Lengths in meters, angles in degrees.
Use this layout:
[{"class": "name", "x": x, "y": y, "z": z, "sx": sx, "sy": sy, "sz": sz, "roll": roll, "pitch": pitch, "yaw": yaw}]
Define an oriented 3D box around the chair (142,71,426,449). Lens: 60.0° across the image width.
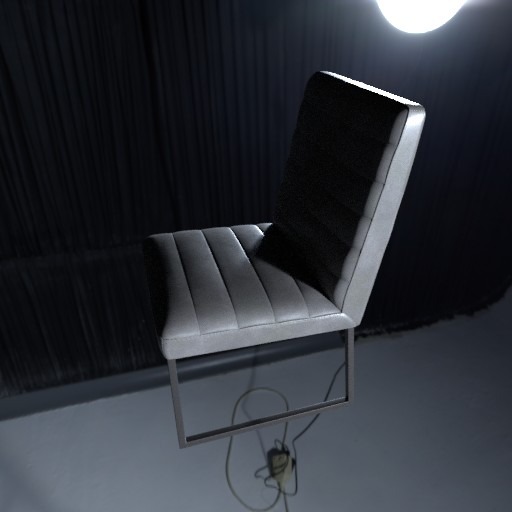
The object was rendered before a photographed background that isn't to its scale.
[{"class": "chair", "x": 0.000, "y": 0.000, "z": 1.299, "sx": 0.634, "sy": 0.930, "sz": 0.520, "roll": -9, "pitch": 32, "yaw": -14}]
